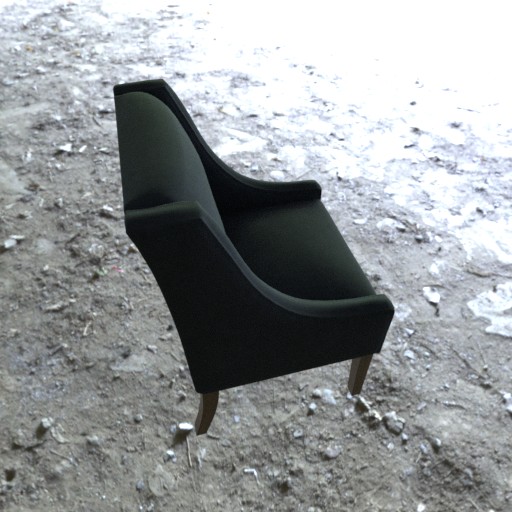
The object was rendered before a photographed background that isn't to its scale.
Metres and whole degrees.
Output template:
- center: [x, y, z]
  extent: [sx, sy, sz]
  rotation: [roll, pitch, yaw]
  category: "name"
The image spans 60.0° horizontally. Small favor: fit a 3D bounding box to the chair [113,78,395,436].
- center: [0.000, 0.000, 1.335]
  extent: [0.629, 0.895, 0.629]
  rotation: [-11, 46, -10]
  category: "chair"
